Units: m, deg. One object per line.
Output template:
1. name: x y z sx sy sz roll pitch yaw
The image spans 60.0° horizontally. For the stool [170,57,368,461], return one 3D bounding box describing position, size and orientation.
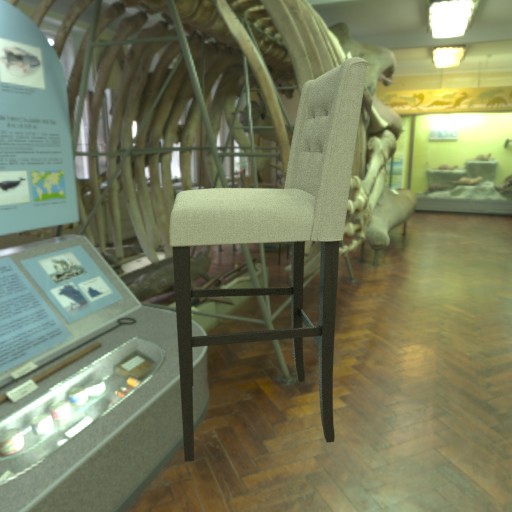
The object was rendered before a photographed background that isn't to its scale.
1. stool: 0.000 0.000 1.404 0.509 1.116 0.474 -2 14 -8
